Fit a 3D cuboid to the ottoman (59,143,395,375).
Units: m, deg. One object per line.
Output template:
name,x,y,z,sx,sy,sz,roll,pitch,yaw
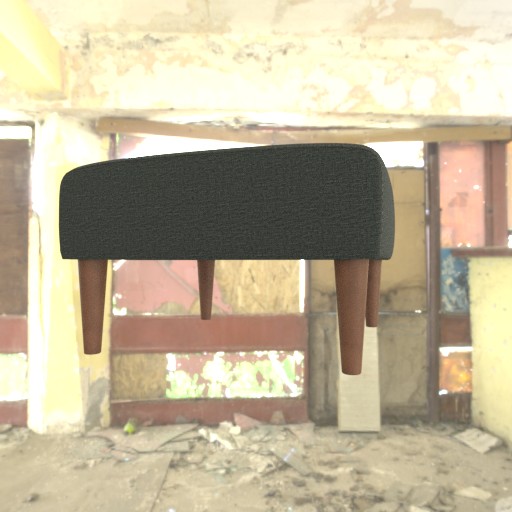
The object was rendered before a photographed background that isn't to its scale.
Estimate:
ottoman,0.000,0.000,1.084,0.649,0.398,0.650,0,-1,18
